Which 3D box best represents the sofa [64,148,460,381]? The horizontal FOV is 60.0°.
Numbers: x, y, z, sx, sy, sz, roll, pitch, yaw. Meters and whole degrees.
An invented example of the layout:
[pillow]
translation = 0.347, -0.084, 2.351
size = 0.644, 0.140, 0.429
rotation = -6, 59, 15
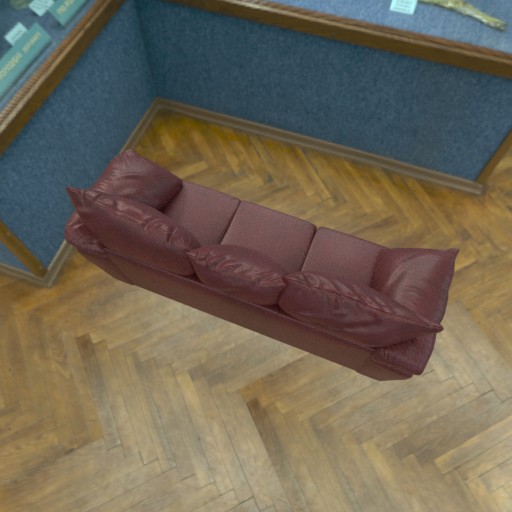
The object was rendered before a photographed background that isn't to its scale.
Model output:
[sofa]
translation = 0.000, 0.000, 2.931
size = 2.390, 1.091, 0.907
rotation = 20, 64, 10
